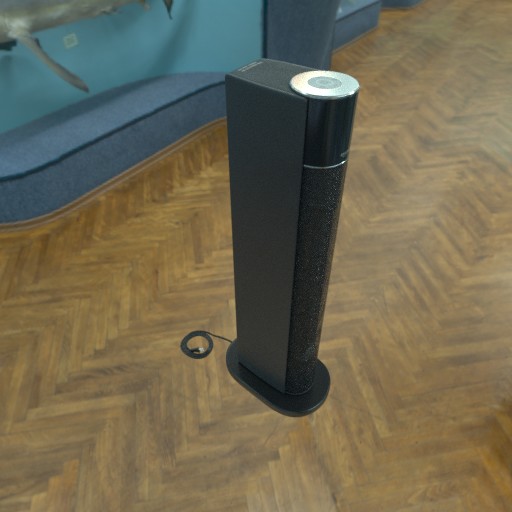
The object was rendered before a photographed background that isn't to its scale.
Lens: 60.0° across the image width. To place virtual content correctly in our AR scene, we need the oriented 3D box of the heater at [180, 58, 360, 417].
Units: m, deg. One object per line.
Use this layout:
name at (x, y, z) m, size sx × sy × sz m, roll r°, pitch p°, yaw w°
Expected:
heater at (0.000, 0.000, 1.032) m, size 0.458 × 0.856 × 0.214 m, roll 26°, pitch 48°, yaw 26°
